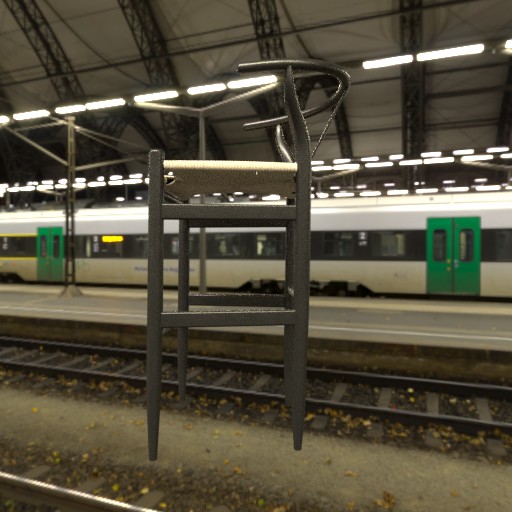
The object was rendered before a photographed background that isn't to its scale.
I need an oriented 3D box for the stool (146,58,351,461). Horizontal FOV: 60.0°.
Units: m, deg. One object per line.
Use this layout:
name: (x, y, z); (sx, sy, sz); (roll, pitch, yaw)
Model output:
stool: (0.000, 0.000, 1.400); (0.579, 1.072, 0.569); (0, 1, 0)
